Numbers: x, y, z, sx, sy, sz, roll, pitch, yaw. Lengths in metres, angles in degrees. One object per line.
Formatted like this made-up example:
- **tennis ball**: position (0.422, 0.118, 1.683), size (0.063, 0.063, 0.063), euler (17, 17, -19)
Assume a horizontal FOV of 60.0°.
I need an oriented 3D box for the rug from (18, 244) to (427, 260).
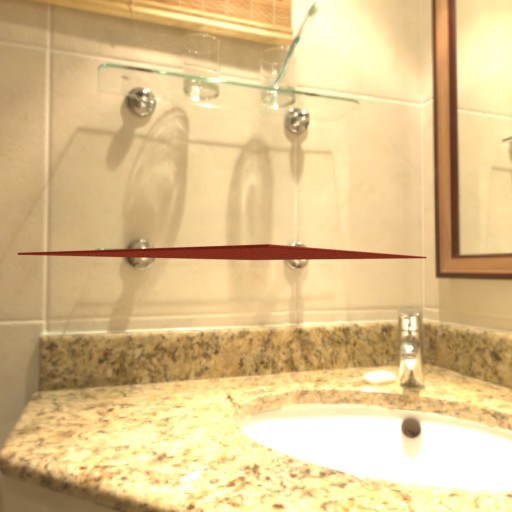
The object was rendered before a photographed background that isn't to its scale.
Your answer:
- **rug**: position (0.000, 0.000, 2.846), size (1.593, 0.013, 2.211), euler (-1, -2, 34)
